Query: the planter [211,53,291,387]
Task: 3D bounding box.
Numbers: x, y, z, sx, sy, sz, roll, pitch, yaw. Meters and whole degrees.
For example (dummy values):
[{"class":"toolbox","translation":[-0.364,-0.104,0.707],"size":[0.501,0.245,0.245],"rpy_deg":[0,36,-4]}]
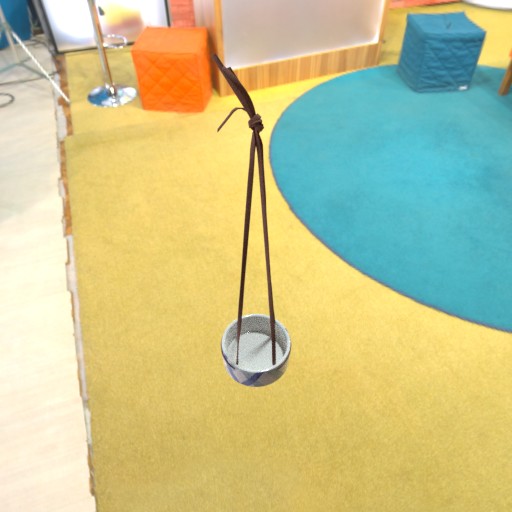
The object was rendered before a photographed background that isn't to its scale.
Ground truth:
[{"class":"planter","translation":[0.000,0.000,0.833],"size":[0.166,0.751,0.166],"rpy_deg":[24,50,21]}]
